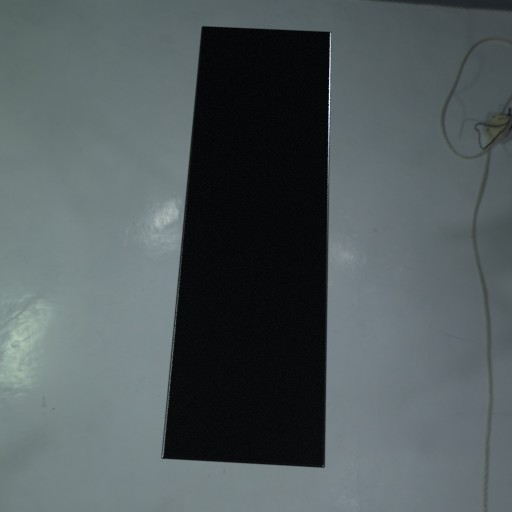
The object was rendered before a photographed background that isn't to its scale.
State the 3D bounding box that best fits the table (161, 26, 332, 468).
[{"bbox_3d":[0.000,0.000,1.566,0.386,0.819,1.191,3,77,1],"label":"table"}]
